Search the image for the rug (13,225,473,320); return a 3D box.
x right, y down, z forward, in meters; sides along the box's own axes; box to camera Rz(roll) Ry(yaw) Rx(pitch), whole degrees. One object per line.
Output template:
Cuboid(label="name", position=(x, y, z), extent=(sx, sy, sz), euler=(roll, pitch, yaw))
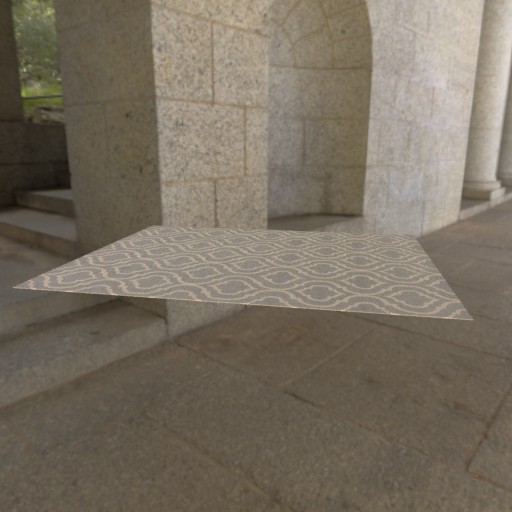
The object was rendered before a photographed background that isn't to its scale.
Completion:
Cuboid(label="rug", position=(0.000, 0.000, 3.802), extent=(2.892, 0.006, 2.283), euler=(3, 15, 11))
